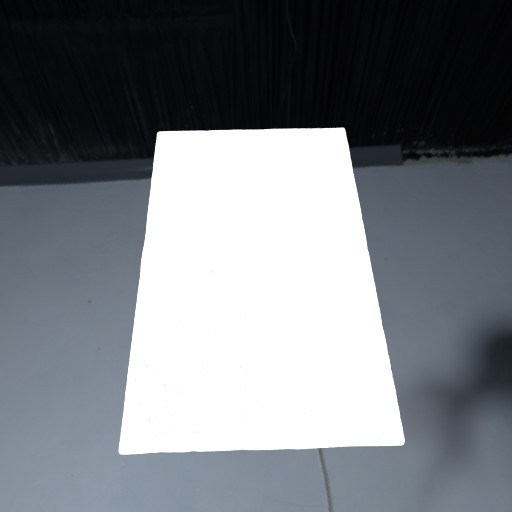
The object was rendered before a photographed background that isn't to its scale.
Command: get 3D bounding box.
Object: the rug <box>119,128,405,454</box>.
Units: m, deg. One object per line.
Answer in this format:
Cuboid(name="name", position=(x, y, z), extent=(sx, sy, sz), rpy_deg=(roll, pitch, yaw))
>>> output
Cuboid(name="rug", position=(0.000, 0.000, 3.012), extent=(1.546, 0.010, 2.442), rpy_deg=(-1, 58, -1))
